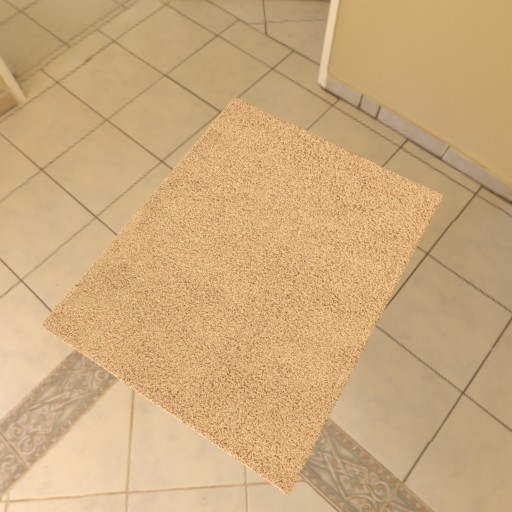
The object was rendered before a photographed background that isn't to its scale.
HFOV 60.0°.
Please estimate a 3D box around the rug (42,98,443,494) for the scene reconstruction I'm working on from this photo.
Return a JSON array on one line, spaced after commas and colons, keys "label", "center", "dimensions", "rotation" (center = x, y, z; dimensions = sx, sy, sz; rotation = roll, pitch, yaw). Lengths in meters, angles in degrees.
[{"label": "rug", "center": [0.000, 0.000, 4.058], "dimensions": [2.438, 0.029, 3.047], "rotation": [29, 68, 13]}]
